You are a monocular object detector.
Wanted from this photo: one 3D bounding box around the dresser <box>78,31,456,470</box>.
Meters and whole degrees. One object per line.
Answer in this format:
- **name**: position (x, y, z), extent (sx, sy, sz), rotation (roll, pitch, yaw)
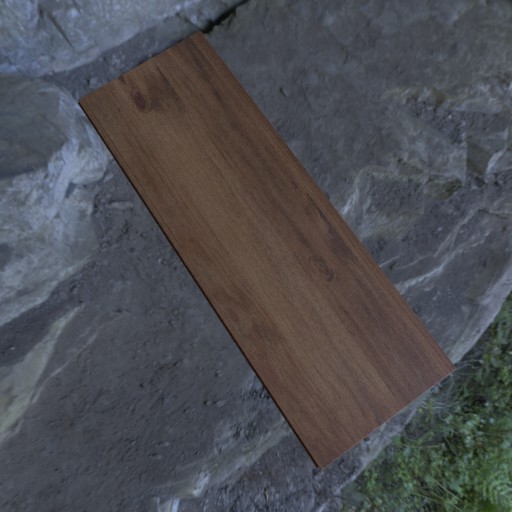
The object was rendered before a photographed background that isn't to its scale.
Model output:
- **dresser**: position (0.000, 0.000, 1.660), extent (0.479, 0.825, 1.261), rotation (-33, 79, -7)
